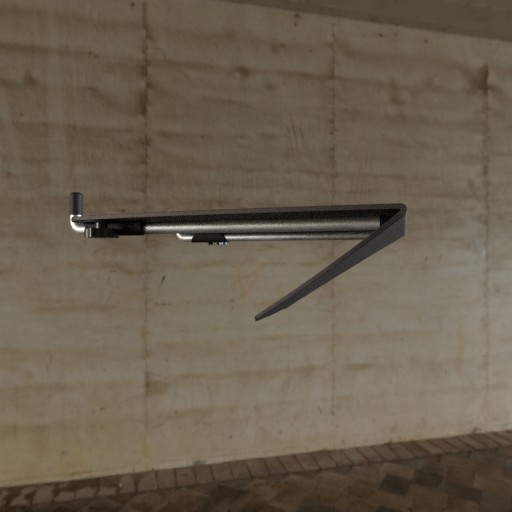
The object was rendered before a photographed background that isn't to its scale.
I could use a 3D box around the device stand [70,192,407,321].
[{"bbox_3d":[0.000,0.000,0.359,0.230,0.092,0.230,0,0,18],"label":"device stand"}]
